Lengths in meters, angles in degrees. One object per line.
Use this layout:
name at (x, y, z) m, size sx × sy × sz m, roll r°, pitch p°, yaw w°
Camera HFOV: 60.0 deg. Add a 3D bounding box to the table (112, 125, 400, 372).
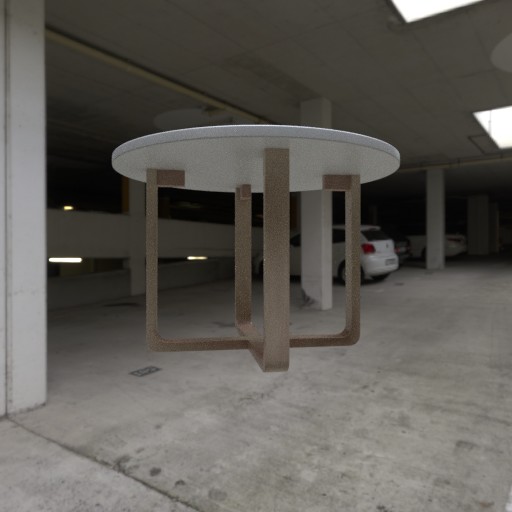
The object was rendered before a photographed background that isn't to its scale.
table at (0.000, 0.000, 0.972) m, size 0.600 × 0.400 × 0.600 m, roll 0°, pitch 0°, yaw 0°
